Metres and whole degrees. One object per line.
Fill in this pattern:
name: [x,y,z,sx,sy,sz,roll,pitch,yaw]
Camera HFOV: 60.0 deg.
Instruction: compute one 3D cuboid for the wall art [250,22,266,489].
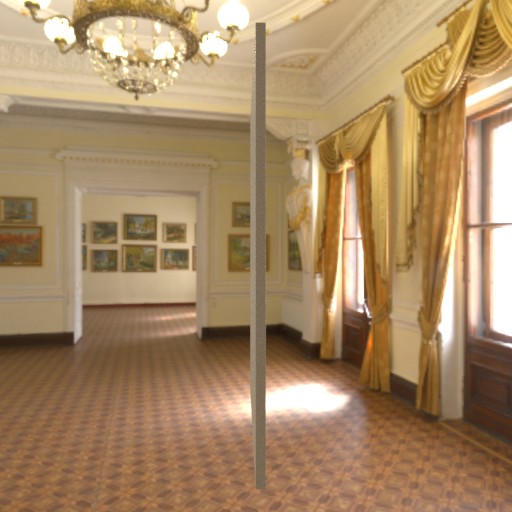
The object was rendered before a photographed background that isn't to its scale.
wall art: [0.000,0.000,0.613,0.010,0.474,0.325,0,0,-2]
